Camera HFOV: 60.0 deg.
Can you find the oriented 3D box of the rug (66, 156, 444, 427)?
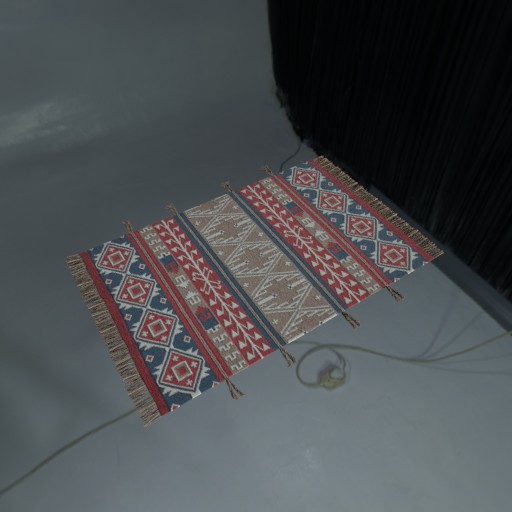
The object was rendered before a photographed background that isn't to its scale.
[{"bbox_3d":[0.000,0.000,2.739,2.025,0.040,1.469,-25,53,-21],"label":"rug"}]
